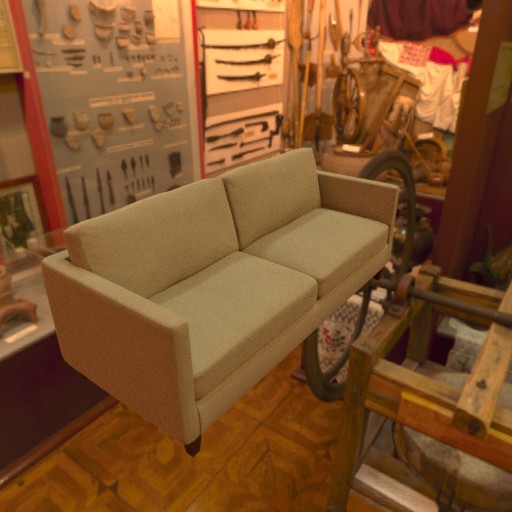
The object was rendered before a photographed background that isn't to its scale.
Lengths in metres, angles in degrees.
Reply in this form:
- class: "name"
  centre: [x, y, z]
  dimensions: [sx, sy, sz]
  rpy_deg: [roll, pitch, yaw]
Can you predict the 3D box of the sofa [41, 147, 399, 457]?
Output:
- class: "sofa"
  centre: [0.000, 0.000, 2.706]
  dimensions: [0.948, 0.932, 2.181]
  rpy_deg: [19, 32, 33]
